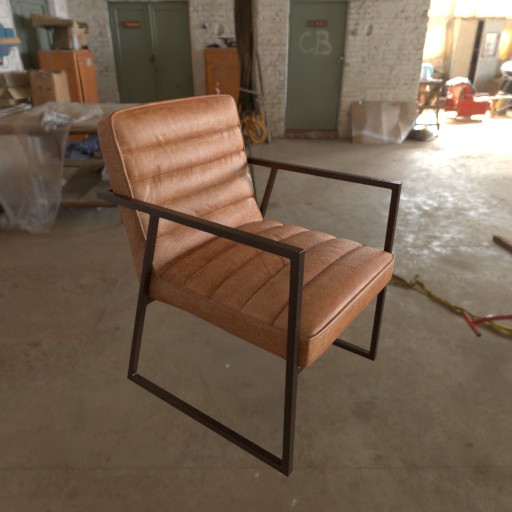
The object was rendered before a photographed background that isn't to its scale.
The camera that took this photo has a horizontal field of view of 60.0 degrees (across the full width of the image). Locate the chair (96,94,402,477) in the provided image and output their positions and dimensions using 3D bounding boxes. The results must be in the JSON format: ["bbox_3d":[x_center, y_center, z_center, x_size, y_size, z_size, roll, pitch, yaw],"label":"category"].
[{"bbox_3d":[0.000,0.000,1.292,0.677,0.832,0.571,18,31,32],"label":"chair"}]
